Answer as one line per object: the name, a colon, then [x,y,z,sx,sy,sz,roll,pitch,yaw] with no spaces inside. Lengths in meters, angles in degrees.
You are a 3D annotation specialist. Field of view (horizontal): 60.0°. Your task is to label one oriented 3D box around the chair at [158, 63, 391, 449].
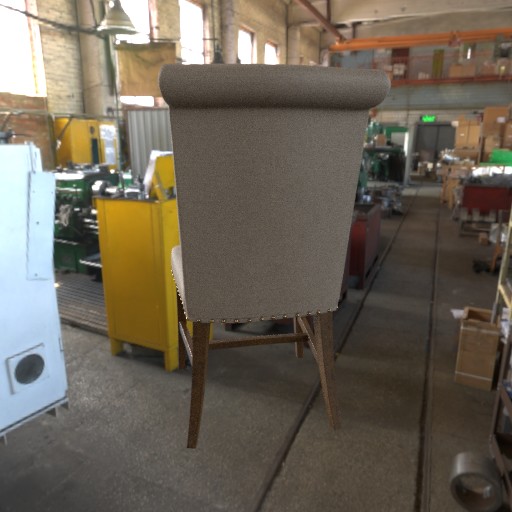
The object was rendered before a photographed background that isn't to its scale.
chair: [0.000,0.000,1.326,0.513,0.988,0.608,-3,15,-11]
